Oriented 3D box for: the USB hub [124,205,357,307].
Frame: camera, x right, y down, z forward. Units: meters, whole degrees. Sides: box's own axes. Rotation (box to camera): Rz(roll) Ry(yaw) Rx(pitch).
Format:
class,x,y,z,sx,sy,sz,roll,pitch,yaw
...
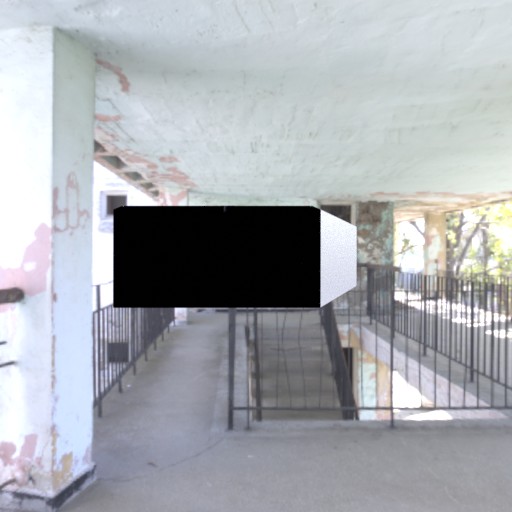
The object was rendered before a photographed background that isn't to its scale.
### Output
class,x,y,z,sx,sy,sz,roll,pitch,yaw
USB hub,0.000,0.000,0.125,0.044,0.023,0.110,0,0,19
